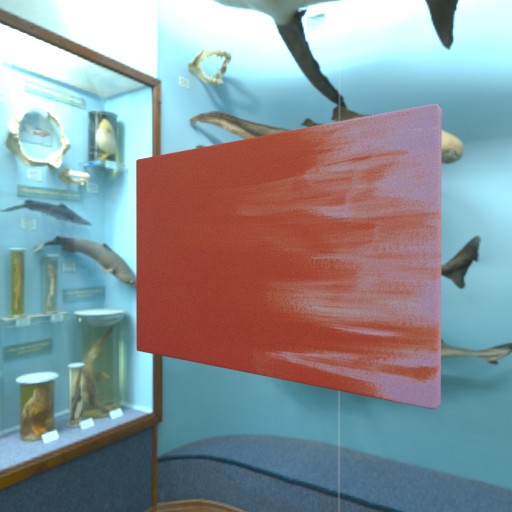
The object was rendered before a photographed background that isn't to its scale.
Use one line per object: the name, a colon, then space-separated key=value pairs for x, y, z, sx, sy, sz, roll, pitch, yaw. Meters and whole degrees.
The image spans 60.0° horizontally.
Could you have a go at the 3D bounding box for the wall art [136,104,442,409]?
wall art: x=0.000 y=0.000 z=1.160 sx=0.913 sy=0.609 sz=0.040 roll=0 pitch=1 yaw=36
